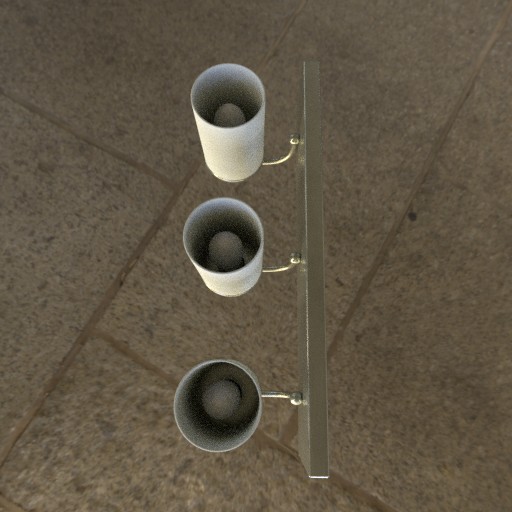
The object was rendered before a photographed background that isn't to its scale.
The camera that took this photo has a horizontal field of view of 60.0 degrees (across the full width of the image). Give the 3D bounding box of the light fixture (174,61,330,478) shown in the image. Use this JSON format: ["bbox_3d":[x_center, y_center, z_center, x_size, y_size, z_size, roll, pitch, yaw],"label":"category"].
[{"bbox_3d":[0.000,0.000,0.517,0.145,0.172,0.451,1,76,0],"label":"light fixture"}]
